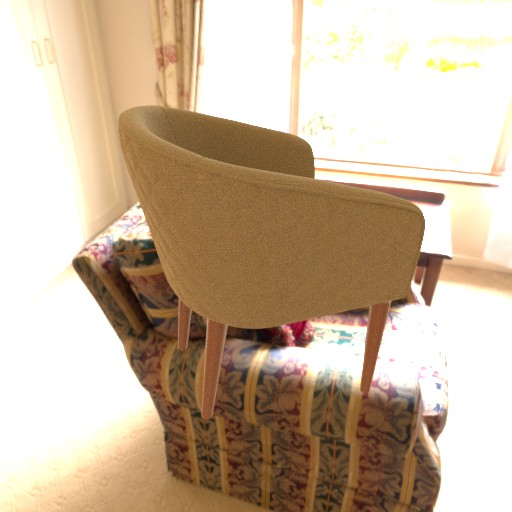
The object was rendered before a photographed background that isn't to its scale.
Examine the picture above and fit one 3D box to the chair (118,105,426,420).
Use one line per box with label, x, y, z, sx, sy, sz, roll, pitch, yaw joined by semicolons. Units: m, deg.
chair;0.000;0.000;1.207;0.616;0.775;0.584;-11;33;-18
